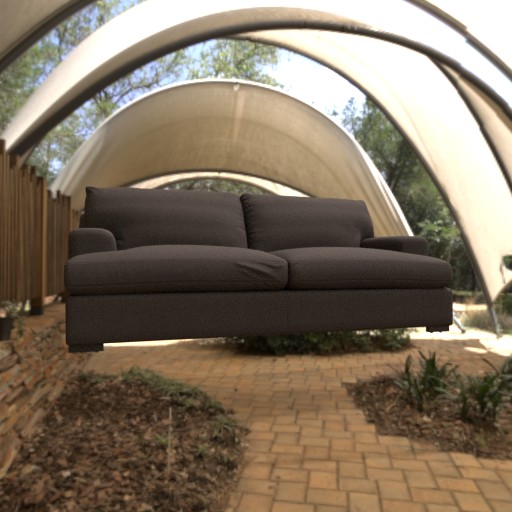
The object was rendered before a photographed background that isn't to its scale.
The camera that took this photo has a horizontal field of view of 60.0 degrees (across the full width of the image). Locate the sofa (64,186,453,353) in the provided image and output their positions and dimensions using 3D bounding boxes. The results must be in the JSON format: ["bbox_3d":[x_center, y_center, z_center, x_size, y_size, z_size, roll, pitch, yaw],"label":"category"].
[{"bbox_3d":[0.000,0.000,2.902,2.271,0.950,1.140,0,-1,-18],"label":"sofa"}]
